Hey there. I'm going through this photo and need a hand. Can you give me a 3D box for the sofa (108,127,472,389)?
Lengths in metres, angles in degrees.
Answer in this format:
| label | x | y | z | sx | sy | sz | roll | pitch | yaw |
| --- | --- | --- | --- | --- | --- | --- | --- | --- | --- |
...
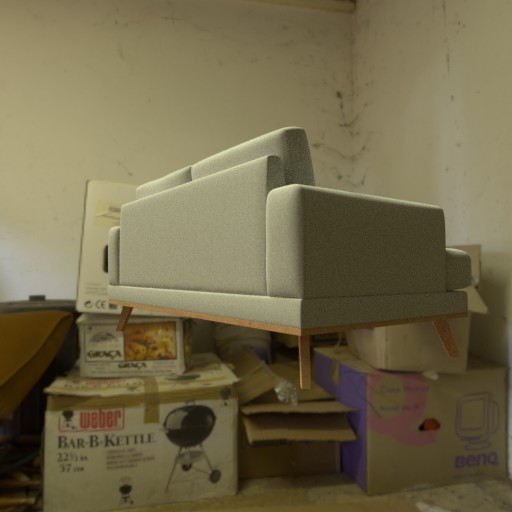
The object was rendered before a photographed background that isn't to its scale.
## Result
| label | x | y | z | sx | sy | sz | roll | pitch | yaw |
| --- | --- | --- | --- | --- | --- | --- | --- | --- | --- |
| sofa | 0.000 | 0.000 | 2.114 | 0.915 | 0.810 | 1.651 | 2 | -3 | -37 |
